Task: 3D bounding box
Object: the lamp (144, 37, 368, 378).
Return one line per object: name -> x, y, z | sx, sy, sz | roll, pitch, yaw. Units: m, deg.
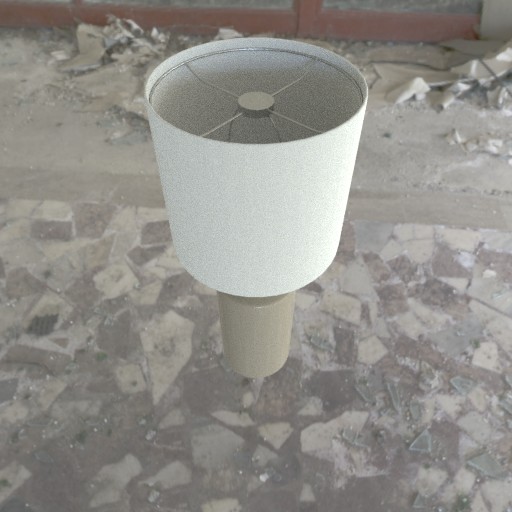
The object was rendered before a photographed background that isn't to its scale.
lamp -> 0.000, 0.000, 0.606 | 0.212, 0.493, 0.212 | 33, 55, 26
